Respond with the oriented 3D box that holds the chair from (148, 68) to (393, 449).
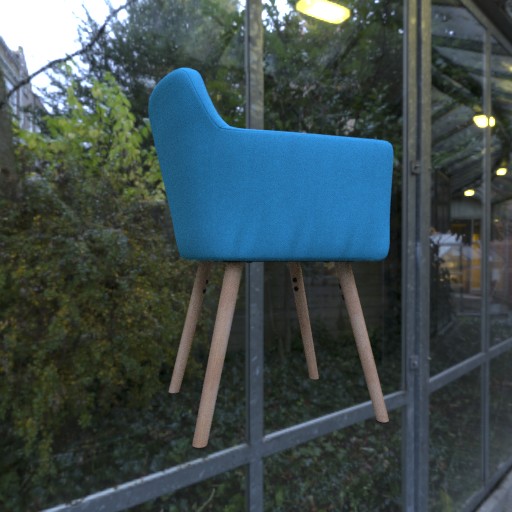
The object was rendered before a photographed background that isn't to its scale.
[{"bbox_3d":[0.000,0.000,1.149,0.540,0.780,0.570,0,0,-18],"label":"chair"}]
